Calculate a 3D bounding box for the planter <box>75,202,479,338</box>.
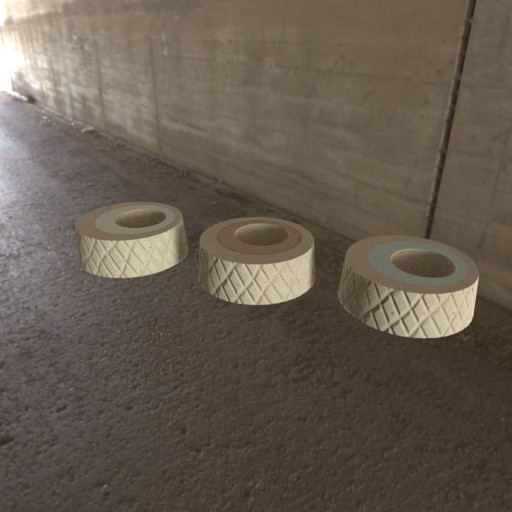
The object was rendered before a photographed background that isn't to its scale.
[{"bbox_3d":[0.000,0.000,0.425,0.390,0.038,0.114,9,28,18],"label":"planter"}]
